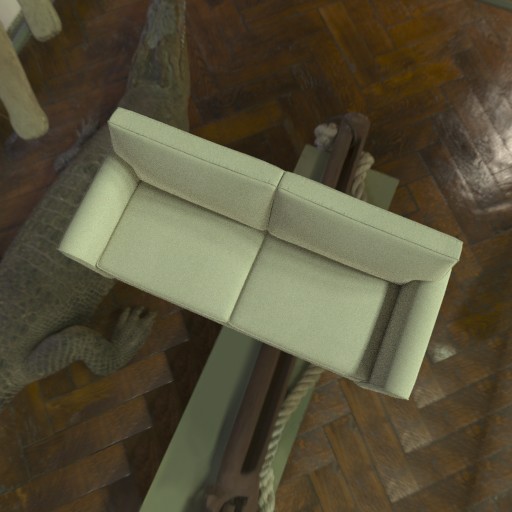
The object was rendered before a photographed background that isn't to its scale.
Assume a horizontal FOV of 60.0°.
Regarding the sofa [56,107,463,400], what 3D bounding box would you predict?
[{"bbox_3d":[0.000,0.000,2.655,2.146,0.962,0.901,22,78,5],"label":"sofa"}]
